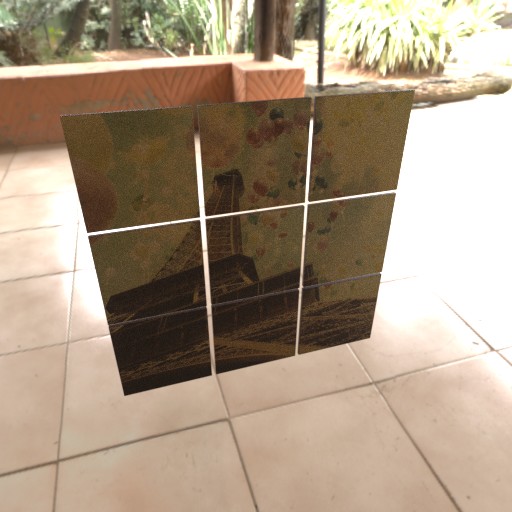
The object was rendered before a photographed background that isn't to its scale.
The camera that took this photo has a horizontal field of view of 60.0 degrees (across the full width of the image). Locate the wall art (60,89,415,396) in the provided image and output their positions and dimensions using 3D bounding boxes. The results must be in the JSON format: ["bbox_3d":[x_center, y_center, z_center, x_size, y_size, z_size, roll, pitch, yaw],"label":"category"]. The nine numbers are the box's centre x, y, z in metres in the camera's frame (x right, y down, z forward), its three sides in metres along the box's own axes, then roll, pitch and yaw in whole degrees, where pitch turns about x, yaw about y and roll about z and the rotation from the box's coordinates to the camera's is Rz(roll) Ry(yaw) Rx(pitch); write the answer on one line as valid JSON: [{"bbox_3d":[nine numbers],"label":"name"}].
[{"bbox_3d":[0.000,0.000,1.844,1.256,1.246,0.017,-10,33,-15],"label":"wall art"}]
